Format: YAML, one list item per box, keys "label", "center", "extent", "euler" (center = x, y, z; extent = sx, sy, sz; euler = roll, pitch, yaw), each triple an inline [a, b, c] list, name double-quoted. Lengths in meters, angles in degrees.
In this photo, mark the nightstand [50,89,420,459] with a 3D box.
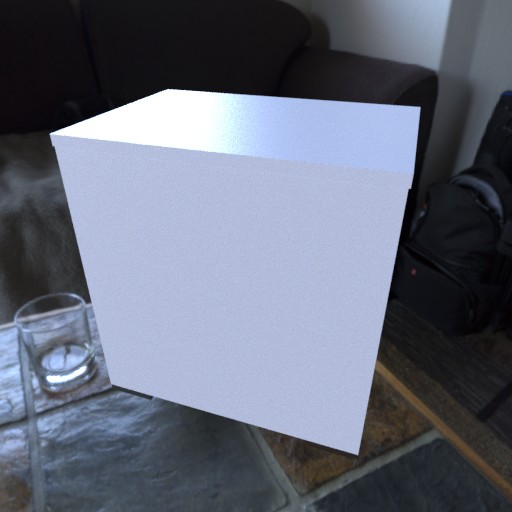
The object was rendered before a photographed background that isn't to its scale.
- label: "nightstand"
  center: [0.000, 0.000, 0.751]
  extent: [0.441, 0.460, 0.325]
  euler: [10, 32, 16]
